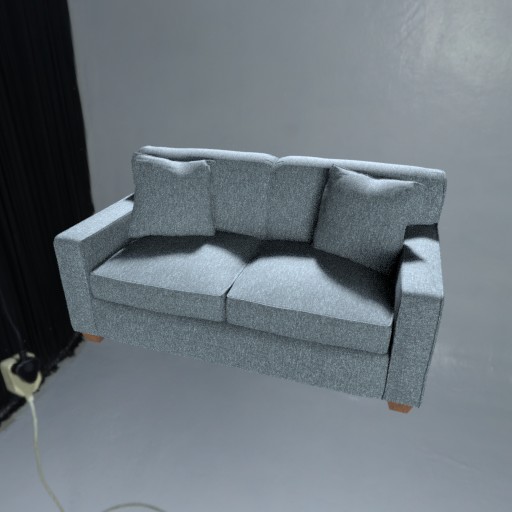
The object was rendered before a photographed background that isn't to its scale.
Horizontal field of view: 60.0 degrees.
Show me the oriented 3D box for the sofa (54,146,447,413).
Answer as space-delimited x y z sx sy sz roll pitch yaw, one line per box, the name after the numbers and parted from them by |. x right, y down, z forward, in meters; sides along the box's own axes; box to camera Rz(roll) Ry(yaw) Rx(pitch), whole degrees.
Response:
0.000 0.000 2.410 1.846 0.958 0.998 8 28 16 | sofa
